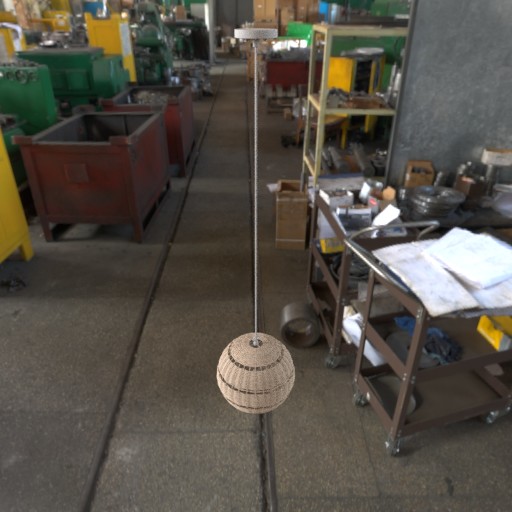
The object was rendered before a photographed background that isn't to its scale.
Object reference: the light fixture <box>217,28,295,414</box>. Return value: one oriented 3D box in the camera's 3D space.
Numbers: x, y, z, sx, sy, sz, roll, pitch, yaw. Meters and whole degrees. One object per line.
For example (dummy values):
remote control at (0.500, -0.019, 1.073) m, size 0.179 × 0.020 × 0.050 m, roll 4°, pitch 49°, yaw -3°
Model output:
light fixture at (0.000, 0.000, 2.216) m, size 0.457 × 2.019 × 0.457 m, roll -19°, pitch 34°, yaw -30°
